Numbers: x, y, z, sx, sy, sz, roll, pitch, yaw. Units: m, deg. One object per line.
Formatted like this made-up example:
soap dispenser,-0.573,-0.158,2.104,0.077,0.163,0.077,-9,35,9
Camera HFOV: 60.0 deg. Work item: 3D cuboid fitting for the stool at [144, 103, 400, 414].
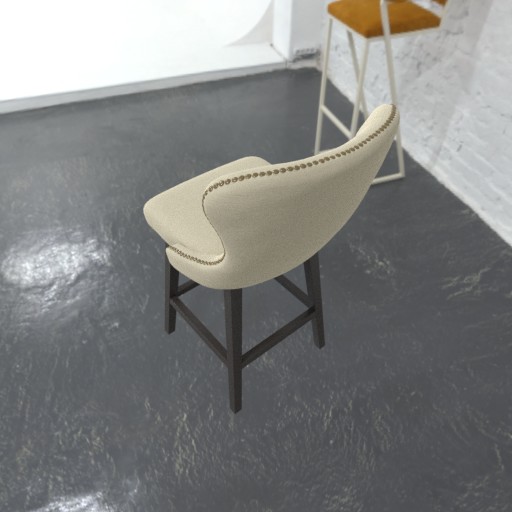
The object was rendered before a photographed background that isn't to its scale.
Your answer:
stool,0.000,0.000,1.311,0.528,0.971,0.593,-30,51,-27
